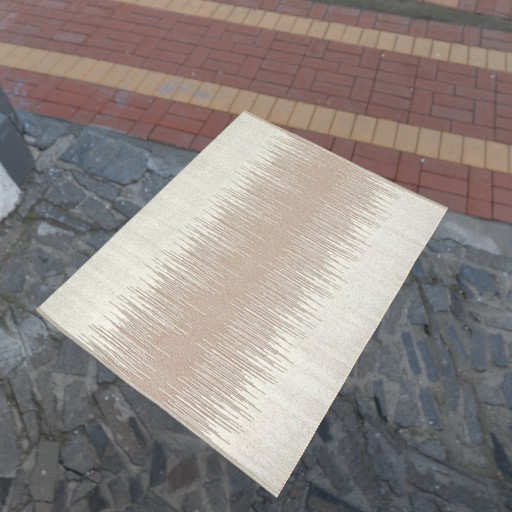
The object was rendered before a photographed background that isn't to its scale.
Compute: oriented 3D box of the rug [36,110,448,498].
[{"bbox_3d":[0.000,0.000,4.028,2.438,0.013,3.048,31,63,17],"label":"rug"}]
